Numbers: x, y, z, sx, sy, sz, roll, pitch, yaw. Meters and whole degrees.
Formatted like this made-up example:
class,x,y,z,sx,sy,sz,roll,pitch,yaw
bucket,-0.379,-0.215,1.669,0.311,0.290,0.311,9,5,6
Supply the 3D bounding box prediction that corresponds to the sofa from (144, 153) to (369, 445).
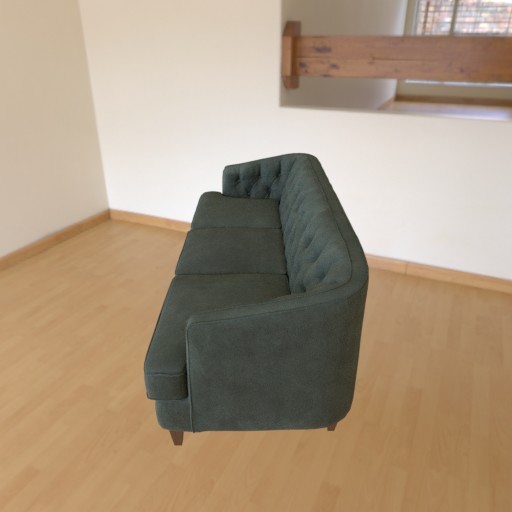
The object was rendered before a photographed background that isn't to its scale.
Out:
class,x,y,z,sx,sy,sz,roll,pitch,yaw
sofa,0.000,0.000,2.777,0.941,0.855,2.278,0,27,0
